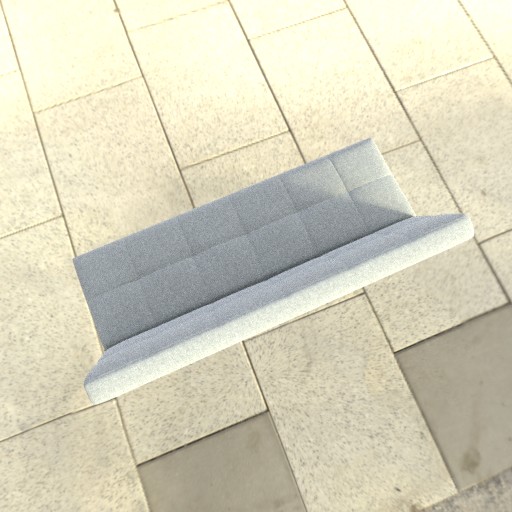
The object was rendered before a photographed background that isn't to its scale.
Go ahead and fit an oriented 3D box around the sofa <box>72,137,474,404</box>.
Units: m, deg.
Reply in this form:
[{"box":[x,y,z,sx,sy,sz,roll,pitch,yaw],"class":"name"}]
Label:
[{"box":[0.000,0.000,2.312,1.820,0.800,0.800,-23,76,-6],"class":"sofa"}]
